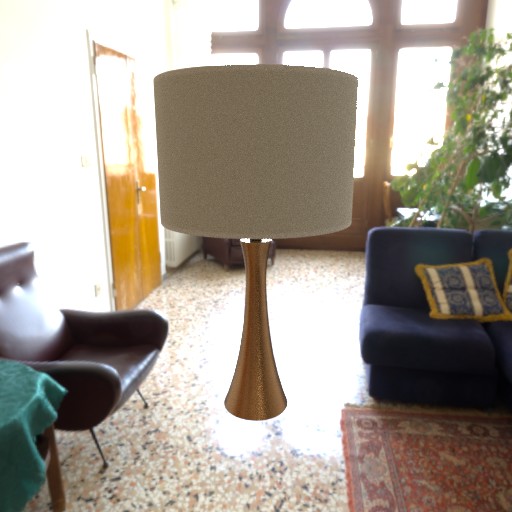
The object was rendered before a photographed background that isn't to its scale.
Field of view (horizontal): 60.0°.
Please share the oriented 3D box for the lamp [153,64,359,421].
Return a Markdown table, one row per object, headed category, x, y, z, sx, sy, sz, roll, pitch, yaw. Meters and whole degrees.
| category | x | y | z | sx | sy | sz | roll | pitch | yaw |
| --- | --- | --- | --- | --- | --- | --- | --- | --- | --- |
| lamp | 0.000 | 0.000 | 0.648 | 0.268 | 0.479 | 0.268 | -7 | 16 | -27 |
